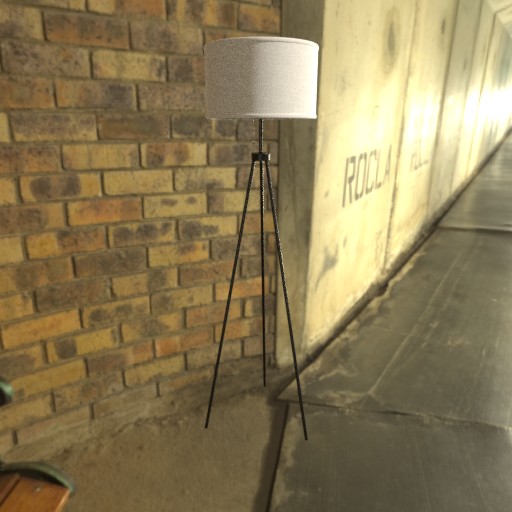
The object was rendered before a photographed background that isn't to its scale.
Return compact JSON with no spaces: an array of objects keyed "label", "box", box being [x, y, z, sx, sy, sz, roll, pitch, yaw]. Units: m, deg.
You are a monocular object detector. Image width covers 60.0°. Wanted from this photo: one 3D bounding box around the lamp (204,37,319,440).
[{"label":"lamp","box":[0.000,0.000,1.786,0.458,1.545,0.448,-8,19,-25]}]
